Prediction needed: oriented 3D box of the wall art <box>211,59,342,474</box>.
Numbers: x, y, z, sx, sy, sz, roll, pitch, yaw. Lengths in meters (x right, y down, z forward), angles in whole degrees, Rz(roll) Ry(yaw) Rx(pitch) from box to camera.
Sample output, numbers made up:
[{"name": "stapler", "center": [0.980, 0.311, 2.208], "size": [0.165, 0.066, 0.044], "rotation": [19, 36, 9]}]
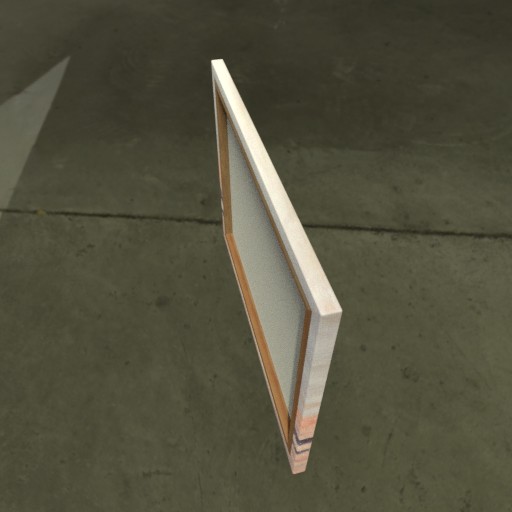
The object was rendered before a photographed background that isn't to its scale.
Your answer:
[{"name": "wall art", "center": [0.000, 0.000, 1.329], "size": [0.038, 0.763, 1.015], "rotation": [-10, 47, -10]}]
